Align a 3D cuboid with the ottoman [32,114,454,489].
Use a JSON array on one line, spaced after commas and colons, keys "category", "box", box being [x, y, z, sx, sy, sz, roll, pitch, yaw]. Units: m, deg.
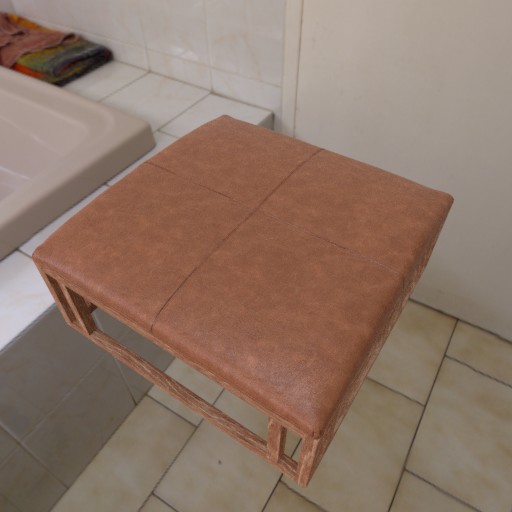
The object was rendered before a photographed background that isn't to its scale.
[{"category": "ottoman", "box": [0.000, 0.000, 1.576, 1.016, 0.442, 1.013, 26, 52, 22]}]
